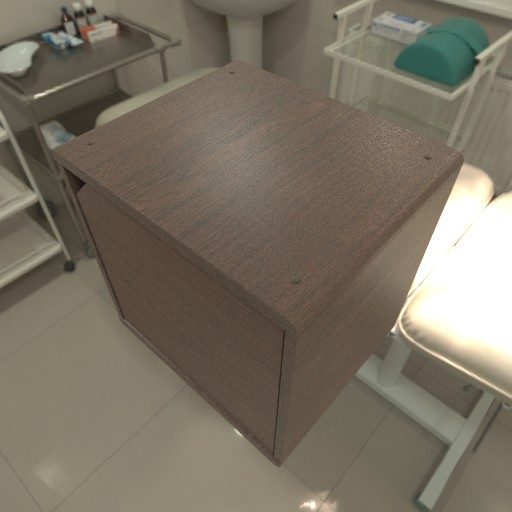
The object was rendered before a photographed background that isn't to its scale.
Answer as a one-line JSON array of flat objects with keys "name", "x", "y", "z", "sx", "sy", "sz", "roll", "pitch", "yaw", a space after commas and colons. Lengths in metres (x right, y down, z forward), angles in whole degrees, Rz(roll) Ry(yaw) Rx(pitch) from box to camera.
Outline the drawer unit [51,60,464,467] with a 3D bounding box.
[{"name": "drawer unit", "x": 0.000, "y": 0.000, "z": 0.602, "sx": 0.344, "sy": 0.344, "sz": 0.290, "roll": 34, "pitch": 56, "yaw": 27}]
